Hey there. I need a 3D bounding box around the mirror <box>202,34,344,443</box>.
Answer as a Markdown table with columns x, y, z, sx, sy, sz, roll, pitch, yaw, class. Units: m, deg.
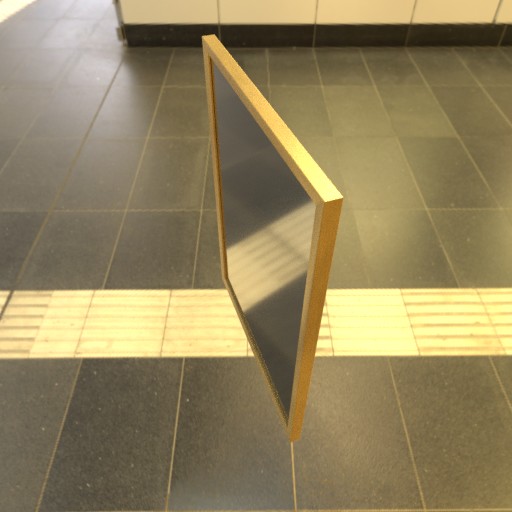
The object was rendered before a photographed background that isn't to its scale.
| x | y | z | sx | sy | sz | roll | pitch | yaw | class |
| --- | --- | --- | --- | --- | --- | --- | --- | --- | --- |
| 0.000 | 0.000 | 1.344 | 0.040 | 1.016 | 0.762 | -15 | 48 | -14 | mirror |
